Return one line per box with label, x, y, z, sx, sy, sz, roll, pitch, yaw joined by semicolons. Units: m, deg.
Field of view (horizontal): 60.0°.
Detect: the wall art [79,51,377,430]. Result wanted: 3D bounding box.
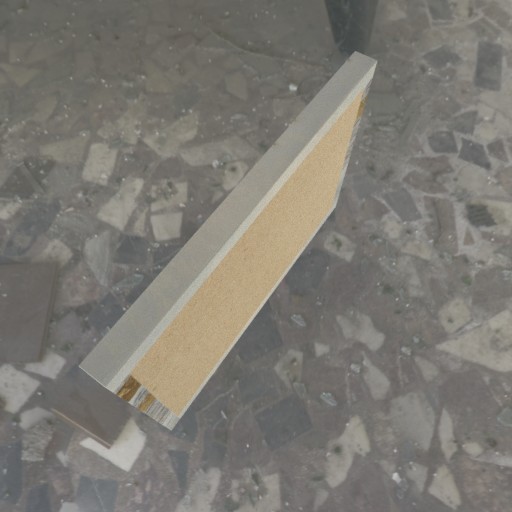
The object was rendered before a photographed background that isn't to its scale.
wall art;0.000;0.000;0.762;0.041;0.407;0.606;32;67;15
